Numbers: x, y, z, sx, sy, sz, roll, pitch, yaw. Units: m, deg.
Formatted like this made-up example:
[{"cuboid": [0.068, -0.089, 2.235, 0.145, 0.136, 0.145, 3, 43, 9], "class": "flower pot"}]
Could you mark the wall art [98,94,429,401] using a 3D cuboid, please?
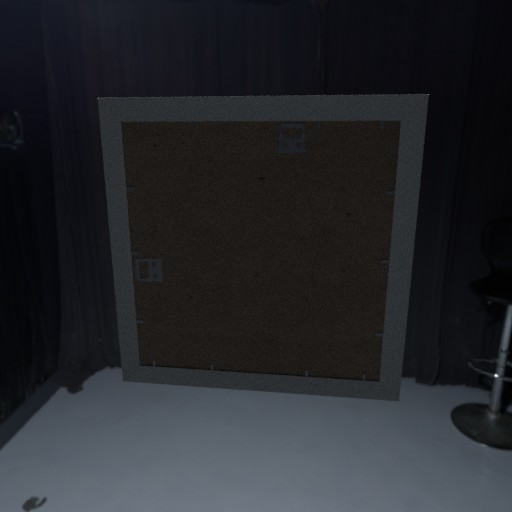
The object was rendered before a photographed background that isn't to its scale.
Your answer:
[{"cuboid": [0.000, 0.000, 0.863, 0.584, 0.584, 0.013, 2, 15, 7], "class": "wall art"}]
